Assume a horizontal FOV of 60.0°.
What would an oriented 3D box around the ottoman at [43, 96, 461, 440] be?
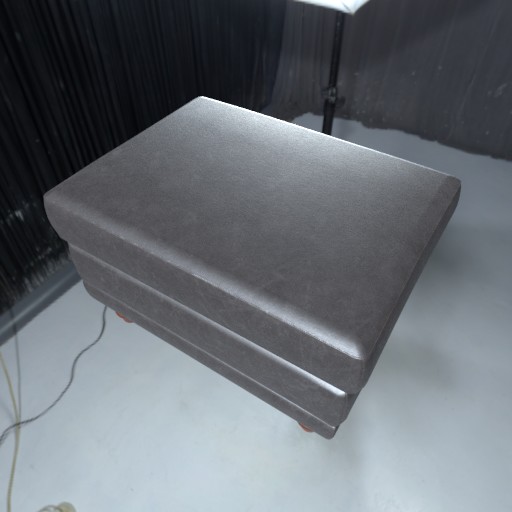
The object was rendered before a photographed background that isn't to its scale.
[{"bbox_3d":[0.000,0.000,1.162,0.795,0.498,0.590,25,51,22],"label":"ottoman"}]
